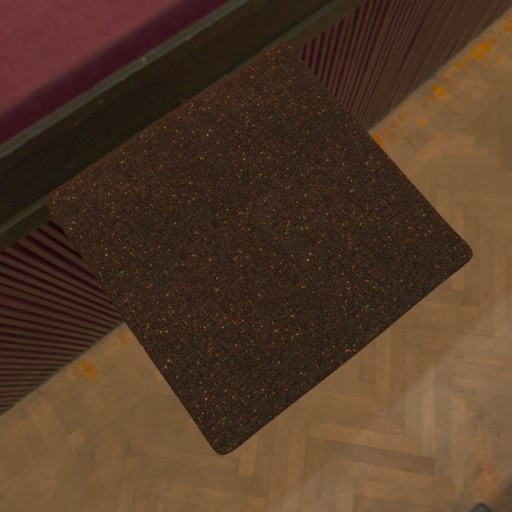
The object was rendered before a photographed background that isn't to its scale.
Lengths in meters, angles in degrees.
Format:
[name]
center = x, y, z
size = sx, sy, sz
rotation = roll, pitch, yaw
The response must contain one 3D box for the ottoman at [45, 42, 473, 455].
[ottoman]
center = 0.000, 0.000, 0.892
size = 0.508, 0.432, 0.508
rotation = -36, 79, -8
